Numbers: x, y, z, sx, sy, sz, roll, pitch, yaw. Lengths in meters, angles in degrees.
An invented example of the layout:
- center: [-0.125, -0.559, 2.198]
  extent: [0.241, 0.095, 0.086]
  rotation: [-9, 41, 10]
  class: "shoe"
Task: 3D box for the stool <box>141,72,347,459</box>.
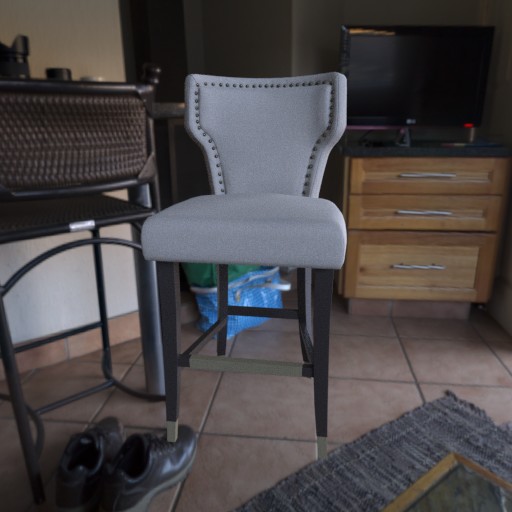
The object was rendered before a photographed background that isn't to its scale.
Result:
- center: [0.000, 0.000, 1.381]
  extent: [0.526, 1.092, 0.563]
  rotation: [3, 17, 8]
  class: "stool"
